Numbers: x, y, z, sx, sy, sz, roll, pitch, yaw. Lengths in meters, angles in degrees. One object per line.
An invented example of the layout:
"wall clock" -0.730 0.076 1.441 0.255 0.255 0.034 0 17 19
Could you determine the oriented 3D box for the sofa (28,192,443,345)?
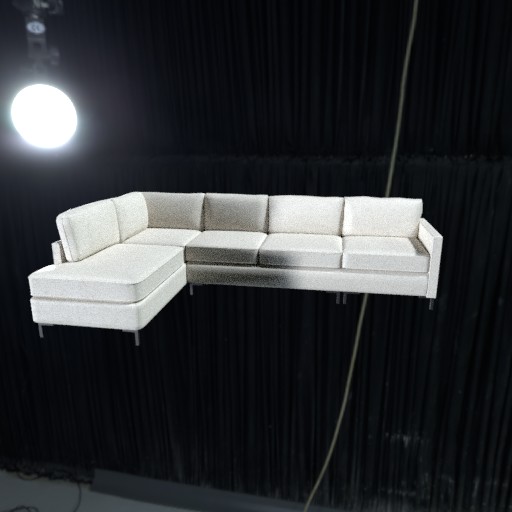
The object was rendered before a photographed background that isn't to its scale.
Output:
"sofa" 0.000 0.000 4.223 3.384 0.996 2.048 3 16 9
